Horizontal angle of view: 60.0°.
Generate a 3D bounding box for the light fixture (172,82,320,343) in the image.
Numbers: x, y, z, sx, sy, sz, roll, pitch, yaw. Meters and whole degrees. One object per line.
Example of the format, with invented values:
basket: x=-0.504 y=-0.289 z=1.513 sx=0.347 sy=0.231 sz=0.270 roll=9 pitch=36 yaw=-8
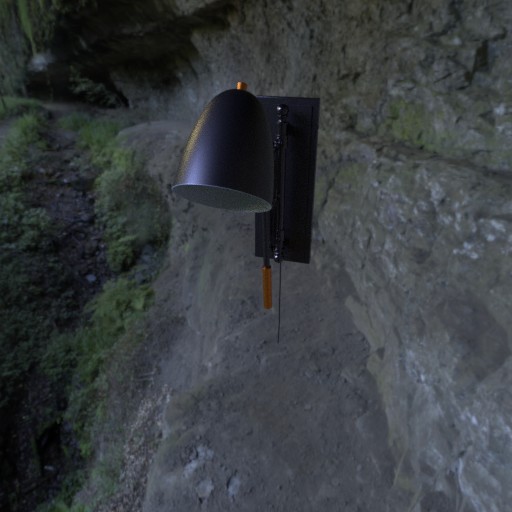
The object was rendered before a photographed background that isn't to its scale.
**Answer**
light fixture: x=0.000 y=0.000 z=0.954 sx=0.162 sy=0.715 sz=0.499 roll=8 pitch=28 yaw=16
